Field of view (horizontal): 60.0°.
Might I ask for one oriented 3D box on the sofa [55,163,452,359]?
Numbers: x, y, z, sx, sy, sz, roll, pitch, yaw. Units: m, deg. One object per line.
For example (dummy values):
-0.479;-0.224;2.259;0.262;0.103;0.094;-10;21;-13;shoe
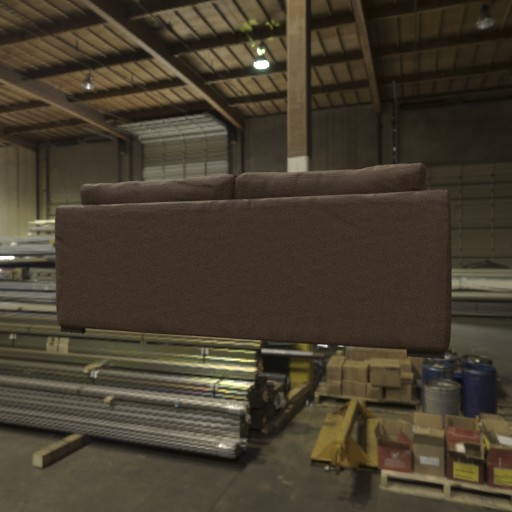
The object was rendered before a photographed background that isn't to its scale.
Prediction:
0.000;0.000;2.898;2.274;0.950;1.140;0;1;19;sofa
